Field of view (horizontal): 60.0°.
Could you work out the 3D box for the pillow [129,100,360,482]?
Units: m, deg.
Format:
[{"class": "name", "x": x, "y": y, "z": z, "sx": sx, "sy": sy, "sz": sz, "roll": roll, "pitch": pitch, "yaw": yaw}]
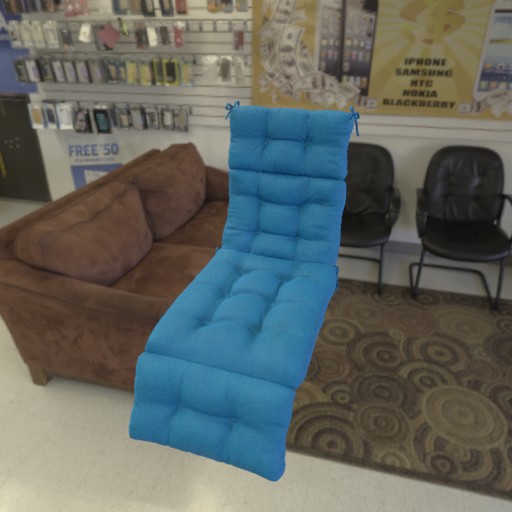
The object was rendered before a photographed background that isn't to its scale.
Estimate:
[{"class": "pillow", "x": 0.000, "y": 0.000, "z": 1.496, "sx": 0.526, "sy": 0.863, "sz": 1.016, "roll": 9, "pitch": 29, "yaw": 16}]
